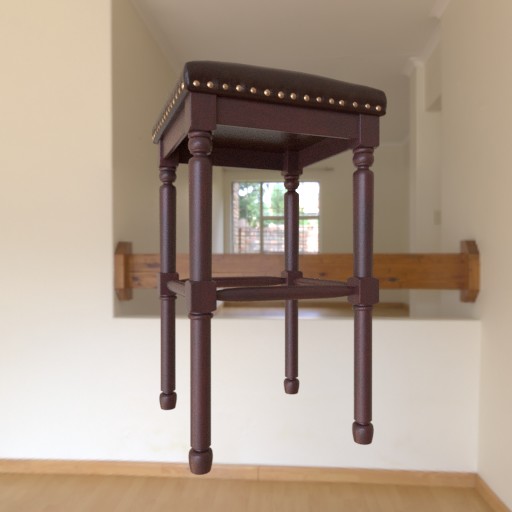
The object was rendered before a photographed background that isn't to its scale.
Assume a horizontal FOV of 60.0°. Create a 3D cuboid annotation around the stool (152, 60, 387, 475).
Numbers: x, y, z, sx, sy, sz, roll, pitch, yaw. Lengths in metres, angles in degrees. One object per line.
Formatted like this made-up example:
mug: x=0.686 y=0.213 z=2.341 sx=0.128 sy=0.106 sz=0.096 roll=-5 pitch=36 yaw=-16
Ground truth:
stool: x=0.000 y=0.000 z=0.930 sx=0.382 sy=0.702 sz=0.383 roll=0 pitch=0 yaw=-21
